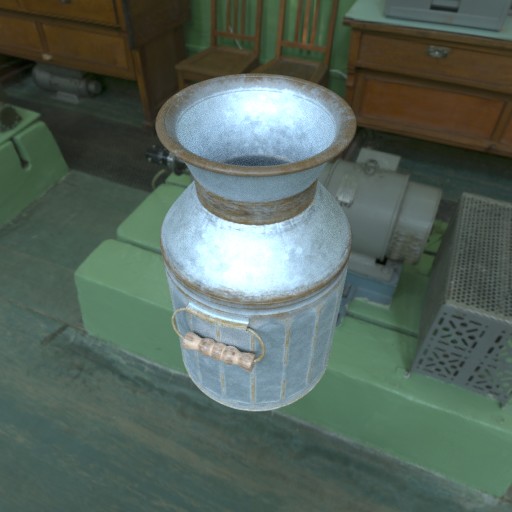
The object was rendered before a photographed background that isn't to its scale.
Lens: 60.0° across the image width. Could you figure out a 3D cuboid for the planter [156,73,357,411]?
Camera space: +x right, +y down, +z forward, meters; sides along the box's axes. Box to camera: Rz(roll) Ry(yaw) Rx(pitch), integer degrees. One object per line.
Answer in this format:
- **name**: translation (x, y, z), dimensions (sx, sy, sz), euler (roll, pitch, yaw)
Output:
- **planter**: translation (0.000, 0.000, 0.520), dimensions (0.215, 0.358, 0.248), euler (16, 48, 15)
